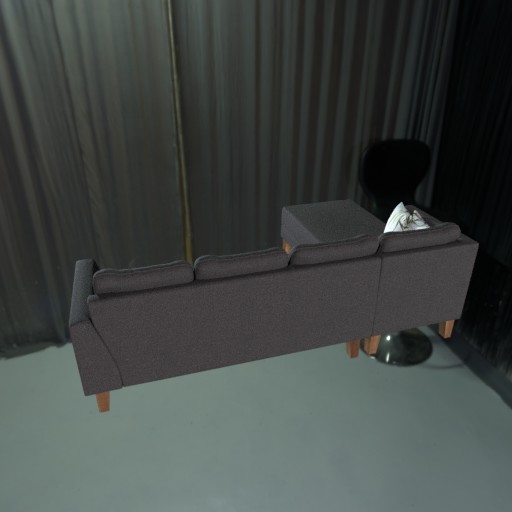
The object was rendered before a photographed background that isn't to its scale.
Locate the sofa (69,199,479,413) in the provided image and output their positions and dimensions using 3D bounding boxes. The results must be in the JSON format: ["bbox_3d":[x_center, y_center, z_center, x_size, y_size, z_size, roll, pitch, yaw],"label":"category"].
[{"bbox_3d":[0.000,0.000,3.599,2.679,0.932,1.829,-8,28,-15],"label":"sofa"}]
